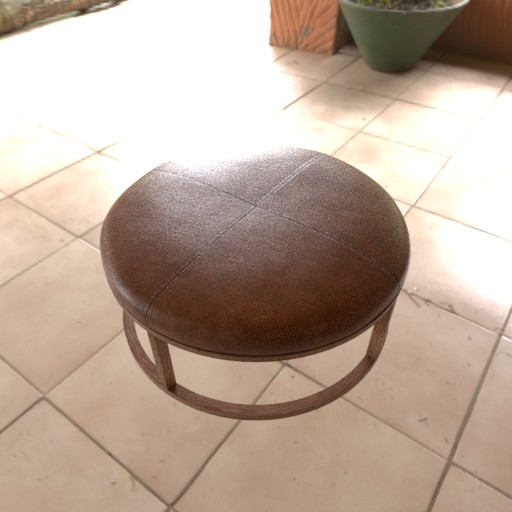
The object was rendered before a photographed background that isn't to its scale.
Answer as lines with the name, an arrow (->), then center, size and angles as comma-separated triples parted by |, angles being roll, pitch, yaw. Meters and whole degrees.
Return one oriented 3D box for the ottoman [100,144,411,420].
ottoman -> 0.000, 0.000, 1.563 | 1.006, 0.445, 1.006 | 0, 42, 0
